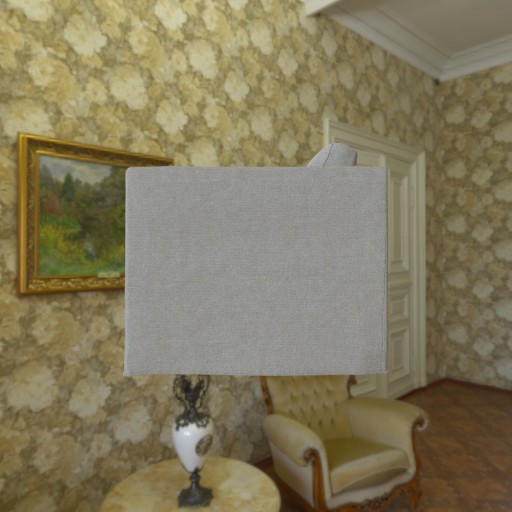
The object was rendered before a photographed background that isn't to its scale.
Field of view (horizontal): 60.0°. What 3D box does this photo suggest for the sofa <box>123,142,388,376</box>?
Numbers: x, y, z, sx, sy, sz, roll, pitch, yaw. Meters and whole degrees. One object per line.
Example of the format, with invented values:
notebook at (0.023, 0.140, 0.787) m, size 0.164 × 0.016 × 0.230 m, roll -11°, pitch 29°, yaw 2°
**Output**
sofa at (0.000, 0.000, 2.500) m, size 0.956 × 0.847 × 1.987 m, roll 0°, pitch -1°, yaw 1°
